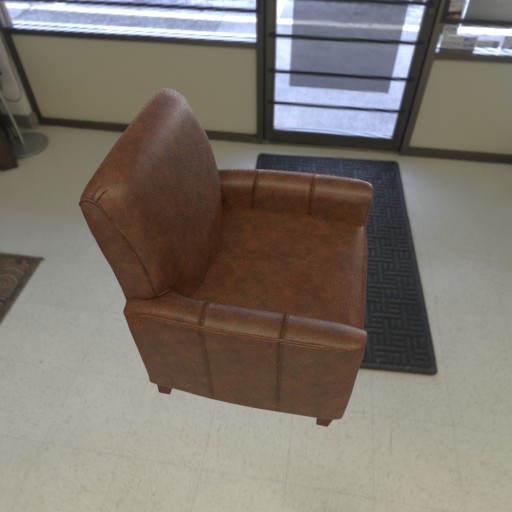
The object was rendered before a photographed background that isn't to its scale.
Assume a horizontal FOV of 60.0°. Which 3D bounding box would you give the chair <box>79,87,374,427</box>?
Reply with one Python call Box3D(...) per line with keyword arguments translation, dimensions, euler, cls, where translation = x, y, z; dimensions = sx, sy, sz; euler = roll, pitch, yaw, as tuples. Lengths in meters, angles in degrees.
Box3D(translation=(0.000, 0.000, 1.658), dimensions=(0.850, 1.010, 0.839), euler=(9, 47, 8), cls="chair")
